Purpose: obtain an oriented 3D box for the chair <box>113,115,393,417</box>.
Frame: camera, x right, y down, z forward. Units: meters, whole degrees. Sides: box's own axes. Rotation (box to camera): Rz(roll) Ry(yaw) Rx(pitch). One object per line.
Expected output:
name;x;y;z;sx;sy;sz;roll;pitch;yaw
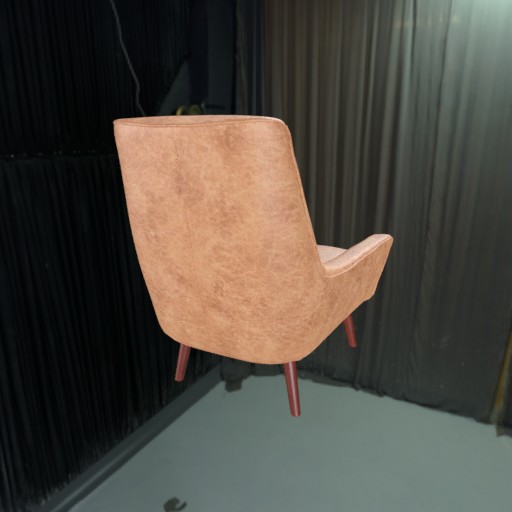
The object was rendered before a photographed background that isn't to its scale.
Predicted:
chair;0.000;0.000;1.496;0.753;0.883;0.851;8;17;26
